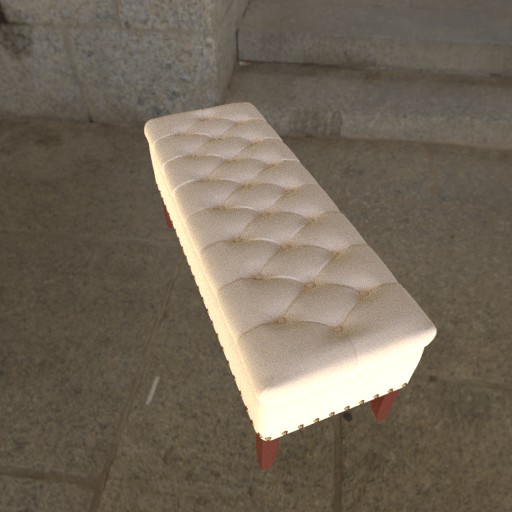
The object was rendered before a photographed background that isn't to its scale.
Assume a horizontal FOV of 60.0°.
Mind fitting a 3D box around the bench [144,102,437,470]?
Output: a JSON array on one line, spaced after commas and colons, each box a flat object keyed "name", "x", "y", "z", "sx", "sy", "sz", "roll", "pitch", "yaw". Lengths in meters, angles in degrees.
[{"name": "bench", "x": 0.000, "y": 0.000, "z": 1.330, "sx": 0.400, "sy": 0.470, "sz": 1.054, "roll": -16, "pitch": 48, "yaw": -15}]
